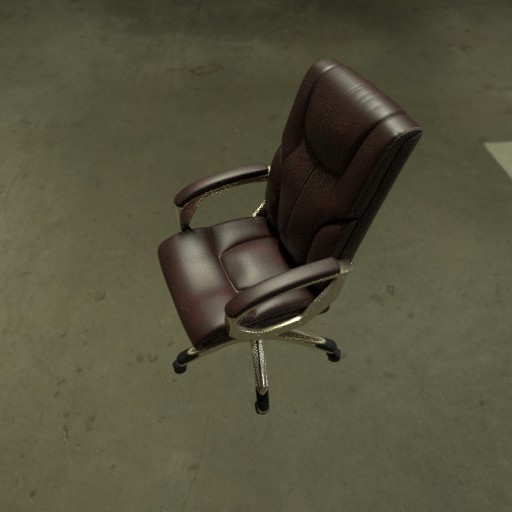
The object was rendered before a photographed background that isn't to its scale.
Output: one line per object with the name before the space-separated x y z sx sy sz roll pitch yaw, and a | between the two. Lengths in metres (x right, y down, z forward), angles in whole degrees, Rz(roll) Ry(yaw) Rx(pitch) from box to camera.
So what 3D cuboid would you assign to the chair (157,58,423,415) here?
chair | 0.000 0.000 1.540 0.739 1.107 0.662 -17 50 -15
